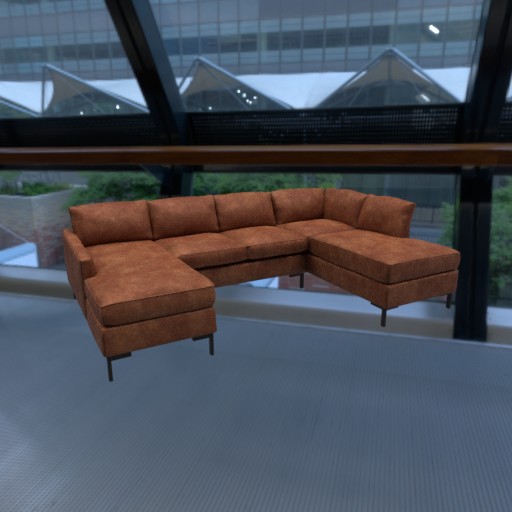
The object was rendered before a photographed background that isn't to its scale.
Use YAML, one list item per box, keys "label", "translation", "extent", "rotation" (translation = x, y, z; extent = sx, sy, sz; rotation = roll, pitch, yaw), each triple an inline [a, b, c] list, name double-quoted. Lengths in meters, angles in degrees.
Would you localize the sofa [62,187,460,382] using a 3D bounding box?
- label: "sofa"
  translation: [0.000, 0.000, 3.909]
  extent: [2.956, 0.900, 1.939]
  rotation: [-8, 18, -28]
